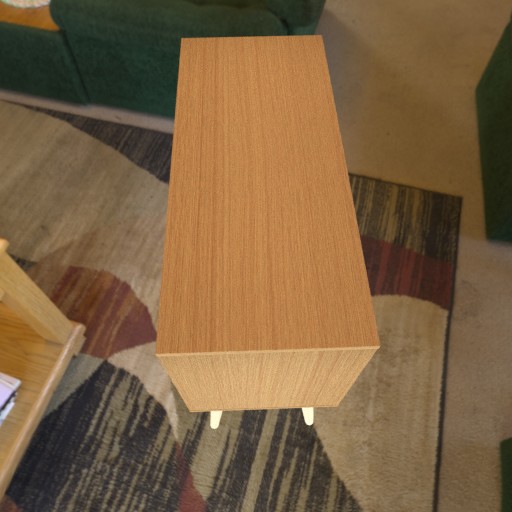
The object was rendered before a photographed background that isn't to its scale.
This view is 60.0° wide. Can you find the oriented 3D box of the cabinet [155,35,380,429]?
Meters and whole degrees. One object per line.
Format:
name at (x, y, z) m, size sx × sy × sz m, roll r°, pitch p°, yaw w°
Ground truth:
cabinet at (0.000, 0.000, 1.607) m, size 0.470 × 1.016 × 1.057 m, roll -2°, pitch 59°, yaw -1°
